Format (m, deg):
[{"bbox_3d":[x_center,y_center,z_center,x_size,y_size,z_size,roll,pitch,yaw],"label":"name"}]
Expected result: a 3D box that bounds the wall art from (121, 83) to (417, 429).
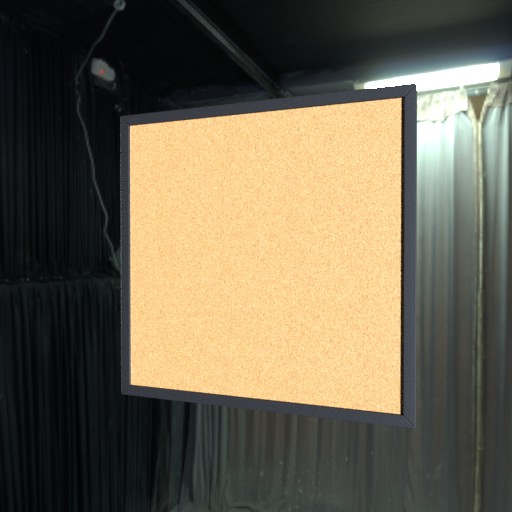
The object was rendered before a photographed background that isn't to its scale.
[{"bbox_3d":[0.000,0.000,0.746,0.508,0.508,0.037,0,1,18],"label":"wall art"}]
